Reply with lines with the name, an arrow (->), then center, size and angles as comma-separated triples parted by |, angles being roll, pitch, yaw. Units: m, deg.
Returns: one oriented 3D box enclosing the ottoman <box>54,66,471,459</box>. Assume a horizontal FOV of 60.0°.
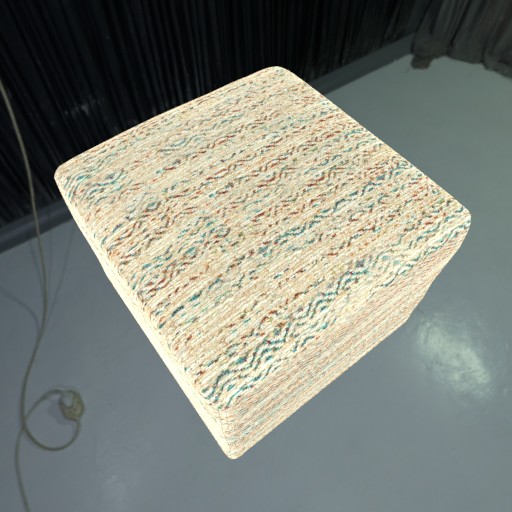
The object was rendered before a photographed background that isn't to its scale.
ottoman -> 0.000, 0.000, 0.892 | 0.512, 0.453, 0.521 | -33, 63, -19
